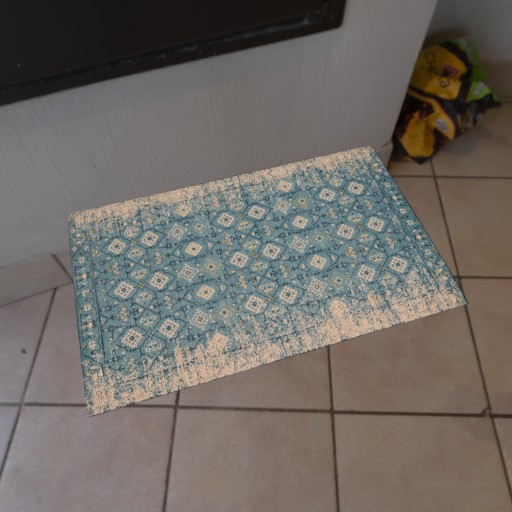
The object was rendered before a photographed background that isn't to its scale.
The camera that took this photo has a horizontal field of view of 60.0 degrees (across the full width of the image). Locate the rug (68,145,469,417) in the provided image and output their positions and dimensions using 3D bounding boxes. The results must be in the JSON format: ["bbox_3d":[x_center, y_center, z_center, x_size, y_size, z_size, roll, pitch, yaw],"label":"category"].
[{"bbox_3d":[0.000,0.000,2.243,1.795,0.008,1.102,-14,59,-9],"label":"rug"}]
